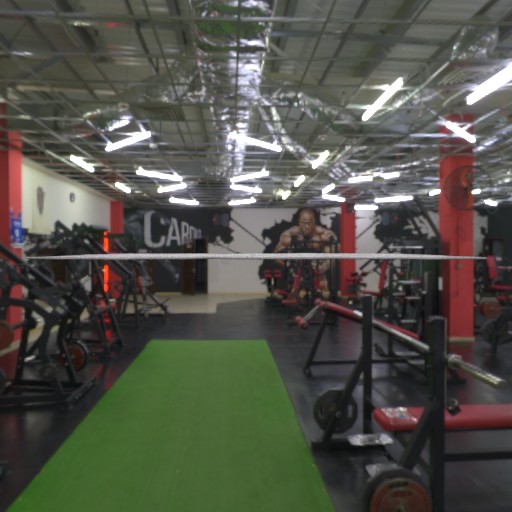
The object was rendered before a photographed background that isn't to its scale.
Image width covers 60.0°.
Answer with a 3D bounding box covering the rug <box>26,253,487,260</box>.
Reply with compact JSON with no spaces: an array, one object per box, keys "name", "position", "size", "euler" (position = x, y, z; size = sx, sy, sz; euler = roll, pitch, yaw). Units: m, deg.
[{"name":"rug","position":[0.000,0.000,3.100],"size":[2.444,0.023,1.531],"euler":[0,1,-1]}]
